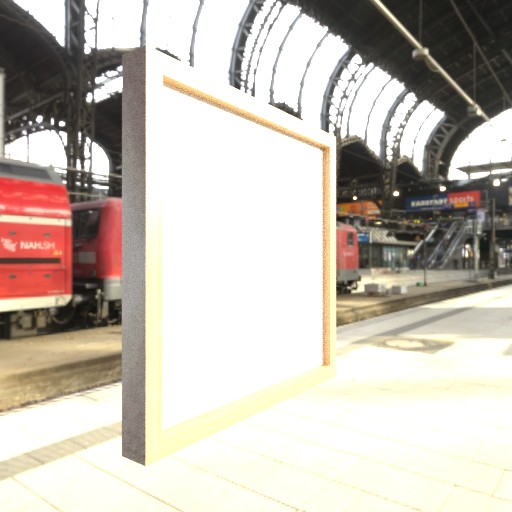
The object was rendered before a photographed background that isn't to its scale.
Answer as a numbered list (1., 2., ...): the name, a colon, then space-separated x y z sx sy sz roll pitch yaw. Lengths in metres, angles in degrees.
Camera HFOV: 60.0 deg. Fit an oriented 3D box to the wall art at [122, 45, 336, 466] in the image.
1. wall art: 0.000 0.000 0.449 0.028 0.303 0.303 0 0 37
